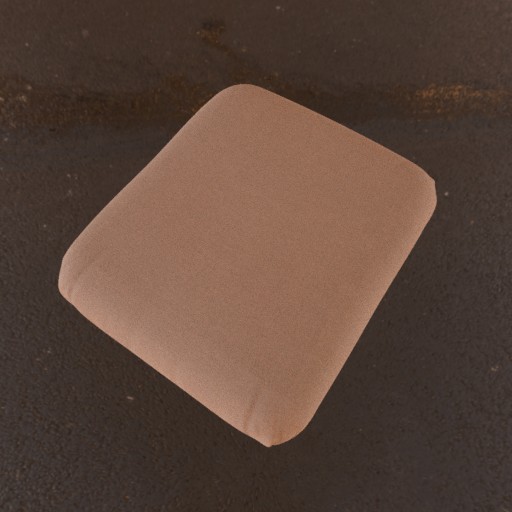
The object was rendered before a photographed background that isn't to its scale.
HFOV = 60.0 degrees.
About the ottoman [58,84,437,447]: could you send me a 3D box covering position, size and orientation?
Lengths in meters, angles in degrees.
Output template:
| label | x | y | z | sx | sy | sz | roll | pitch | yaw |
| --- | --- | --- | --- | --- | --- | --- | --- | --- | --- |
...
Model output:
| label | x | y | z | sx | sy | sz | roll | pitch | yaw |
| --- | --- | --- | --- | --- | --- | --- | --- | --- | --- |
| ottoman | 0.000 | 0.000 | 1.144 | 0.639 | 0.450 | 0.746 | 31 | 68 | 14 |
